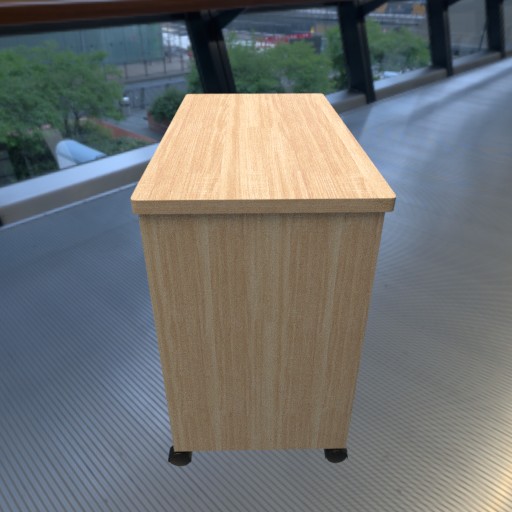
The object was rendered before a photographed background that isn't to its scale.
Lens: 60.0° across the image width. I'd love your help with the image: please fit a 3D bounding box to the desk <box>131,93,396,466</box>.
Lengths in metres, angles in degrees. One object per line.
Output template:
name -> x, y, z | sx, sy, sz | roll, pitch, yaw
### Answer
desk -> 0.000, 0.000, 1.349 | 0.480, 0.770, 0.884 | -1, 31, -1
